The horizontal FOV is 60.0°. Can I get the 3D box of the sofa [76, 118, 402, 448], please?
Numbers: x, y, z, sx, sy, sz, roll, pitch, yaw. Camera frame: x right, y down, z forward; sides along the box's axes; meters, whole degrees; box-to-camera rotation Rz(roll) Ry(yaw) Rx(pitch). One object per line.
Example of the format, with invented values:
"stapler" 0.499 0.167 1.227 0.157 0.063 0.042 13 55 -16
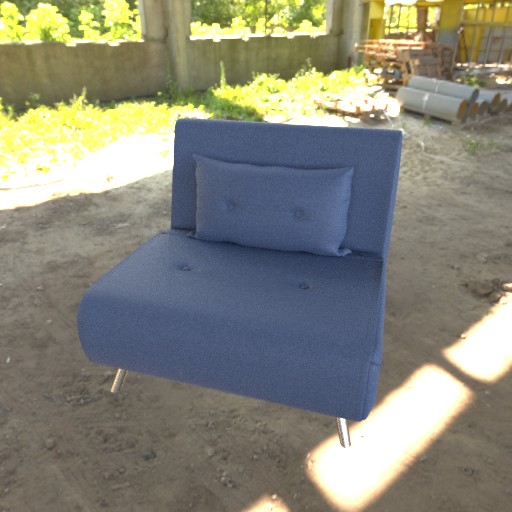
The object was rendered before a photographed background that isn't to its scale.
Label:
"sofa" 0.000 0.000 1.724 0.999 0.860 0.996 8 28 15
